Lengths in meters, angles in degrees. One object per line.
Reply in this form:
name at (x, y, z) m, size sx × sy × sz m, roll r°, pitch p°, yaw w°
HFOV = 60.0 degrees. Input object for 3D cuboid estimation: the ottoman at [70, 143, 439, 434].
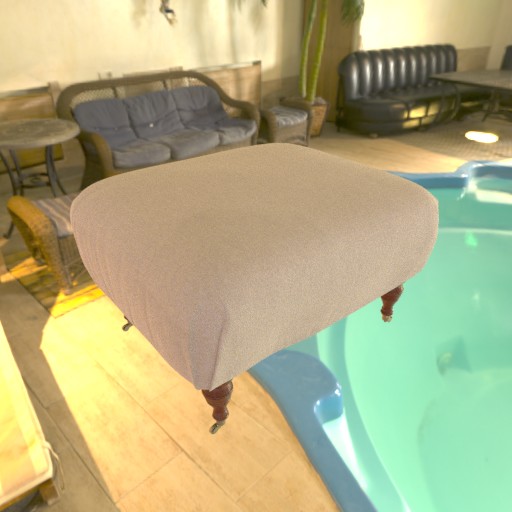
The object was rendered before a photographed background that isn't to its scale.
ottoman at (0.000, 0.000, 1.143) m, size 0.746 × 0.450 × 0.622 m, roll -22°, pitch 36°, yaw -33°
